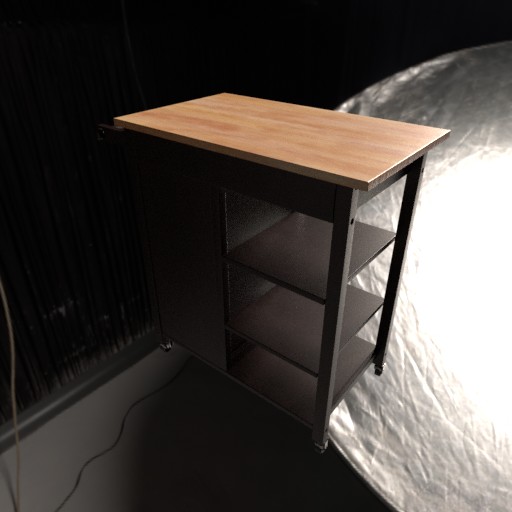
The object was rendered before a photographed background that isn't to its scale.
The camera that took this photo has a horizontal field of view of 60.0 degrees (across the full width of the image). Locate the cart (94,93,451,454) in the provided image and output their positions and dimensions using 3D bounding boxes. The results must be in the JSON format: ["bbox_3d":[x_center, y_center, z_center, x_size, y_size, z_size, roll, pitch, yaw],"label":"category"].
[{"bbox_3d":[0.000,0.000,1.459,0.914,0.878,0.472,22,37,32],"label":"cart"}]
